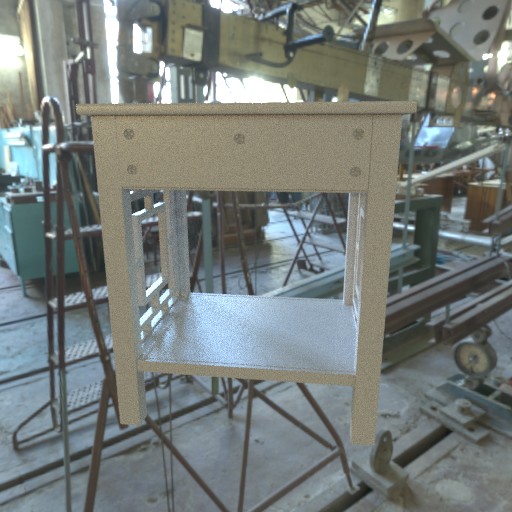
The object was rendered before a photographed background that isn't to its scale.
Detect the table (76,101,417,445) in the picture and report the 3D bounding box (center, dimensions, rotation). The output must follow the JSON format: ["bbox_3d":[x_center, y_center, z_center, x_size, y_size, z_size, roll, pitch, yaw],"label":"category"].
[{"bbox_3d":[0.000,0.000,1.025,0.564,0.646,0.451,2,16,7],"label":"table"}]
